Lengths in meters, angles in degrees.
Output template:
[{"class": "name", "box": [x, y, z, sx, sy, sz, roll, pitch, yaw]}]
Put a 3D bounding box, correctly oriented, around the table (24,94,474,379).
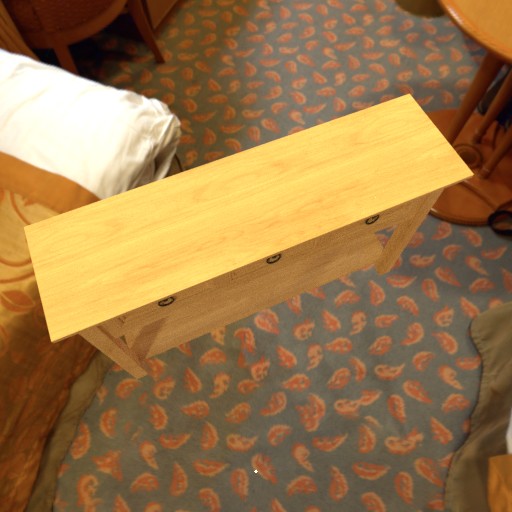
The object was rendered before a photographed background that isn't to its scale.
[{"class": "table", "box": [0.000, 0.000, 1.583, 1.240, 0.730, 0.350, -22, 66, -10]}]
